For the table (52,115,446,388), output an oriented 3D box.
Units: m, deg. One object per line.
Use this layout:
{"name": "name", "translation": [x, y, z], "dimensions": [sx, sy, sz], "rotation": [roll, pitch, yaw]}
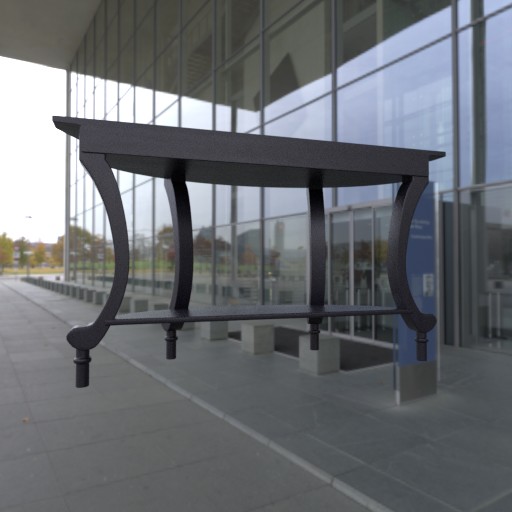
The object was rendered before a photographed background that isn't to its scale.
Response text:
{"name": "table", "translation": [0.000, 0.000, 1.473], "dimensions": [1.198, 0.692, 0.394], "rotation": [0, -1, -17]}
